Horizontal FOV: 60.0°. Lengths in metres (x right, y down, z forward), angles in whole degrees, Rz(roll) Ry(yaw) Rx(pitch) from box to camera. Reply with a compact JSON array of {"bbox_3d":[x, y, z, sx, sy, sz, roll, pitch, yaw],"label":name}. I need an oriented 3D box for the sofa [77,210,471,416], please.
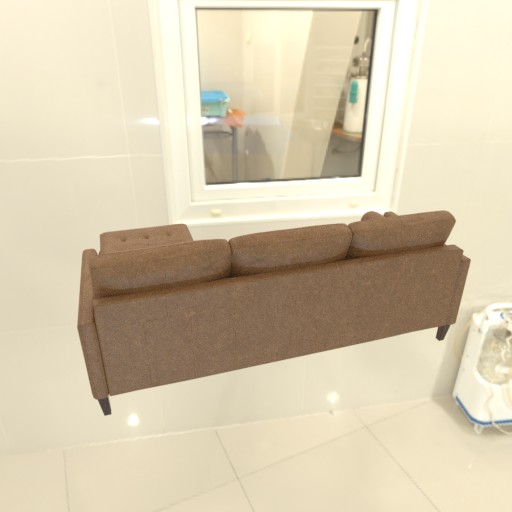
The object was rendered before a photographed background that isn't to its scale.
[{"bbox_3d":[0.000,0.000,2.995,2.178,0.876,1.506,-8,28,-16],"label":"sofa"}]
